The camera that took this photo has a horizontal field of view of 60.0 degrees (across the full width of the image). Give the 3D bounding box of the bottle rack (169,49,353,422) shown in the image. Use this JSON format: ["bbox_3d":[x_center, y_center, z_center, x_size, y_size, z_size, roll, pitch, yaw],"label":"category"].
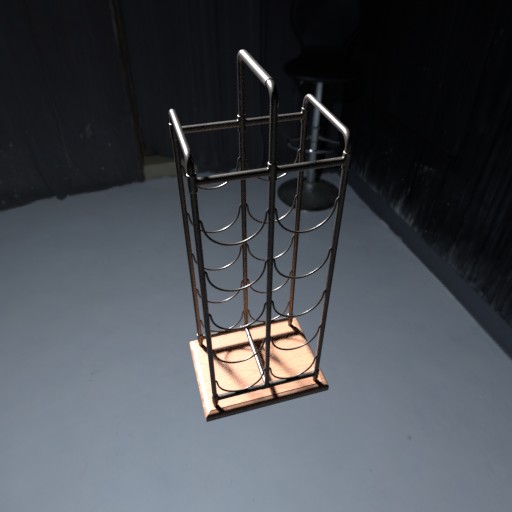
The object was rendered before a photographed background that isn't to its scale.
[{"bbox_3d":[0.000,0.000,0.815,0.276,0.680,0.208,-11,41,-12],"label":"bottle rack"}]
